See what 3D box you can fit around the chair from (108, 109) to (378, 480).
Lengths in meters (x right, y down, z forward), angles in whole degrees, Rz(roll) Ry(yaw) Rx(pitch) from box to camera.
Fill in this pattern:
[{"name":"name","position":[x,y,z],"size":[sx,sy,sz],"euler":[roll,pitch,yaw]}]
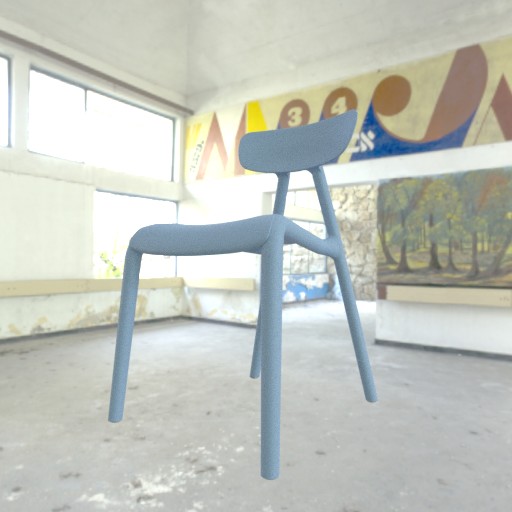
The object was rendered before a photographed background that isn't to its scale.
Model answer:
[{"name":"chair","position":[0.000,0.000,0.829],"size":[0.356,0.580,0.401],"euler":[-1,-1,37]}]
